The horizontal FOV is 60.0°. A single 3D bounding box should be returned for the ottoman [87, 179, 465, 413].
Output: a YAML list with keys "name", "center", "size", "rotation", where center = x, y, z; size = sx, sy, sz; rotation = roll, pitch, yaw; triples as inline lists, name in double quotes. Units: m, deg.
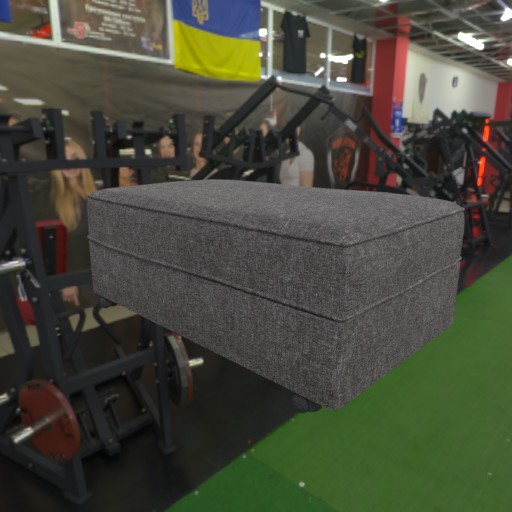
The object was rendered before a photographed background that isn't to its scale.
- name: "ottoman"
  center: [0.000, 0.000, 1.572]
  size: [1.184, 0.487, 0.717]
  rotation: [14, 20, 42]
